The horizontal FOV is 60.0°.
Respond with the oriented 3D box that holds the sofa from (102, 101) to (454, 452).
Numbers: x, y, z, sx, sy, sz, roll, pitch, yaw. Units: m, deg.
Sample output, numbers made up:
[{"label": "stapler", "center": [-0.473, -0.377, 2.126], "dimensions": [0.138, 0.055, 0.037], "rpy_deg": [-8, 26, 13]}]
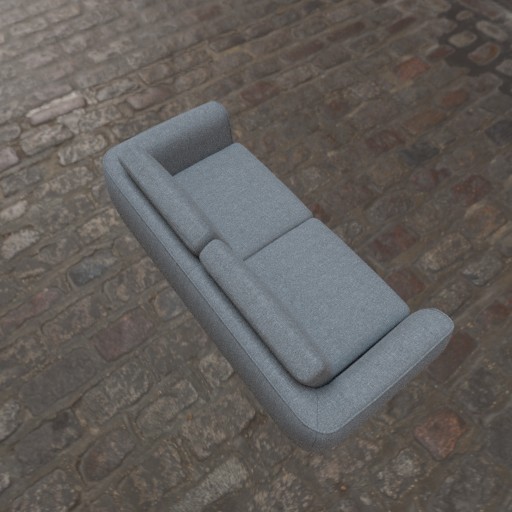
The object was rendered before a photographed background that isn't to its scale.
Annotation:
[{"label": "sofa", "center": [0.000, 0.000, 2.464], "dimensions": [0.920, 0.870, 2.000], "rpy_deg": [-33, 64, -18]}]
